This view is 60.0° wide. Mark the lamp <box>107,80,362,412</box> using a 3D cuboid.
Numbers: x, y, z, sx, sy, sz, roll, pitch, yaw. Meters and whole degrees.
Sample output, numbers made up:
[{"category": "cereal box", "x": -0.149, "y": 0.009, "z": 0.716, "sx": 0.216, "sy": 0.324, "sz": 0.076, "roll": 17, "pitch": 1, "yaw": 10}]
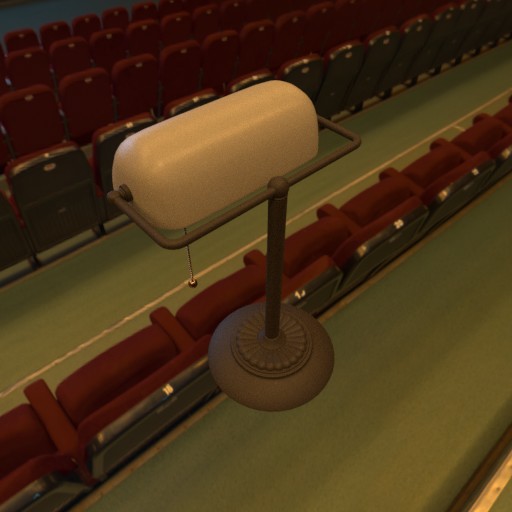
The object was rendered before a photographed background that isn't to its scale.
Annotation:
[{"category": "lamp", "x": 0.000, "y": 0.000, "z": 0.527, "sx": 0.264, "sy": 0.339, "sz": 0.243, "roll": -33, "pitch": 54, "yaw": -28}]
